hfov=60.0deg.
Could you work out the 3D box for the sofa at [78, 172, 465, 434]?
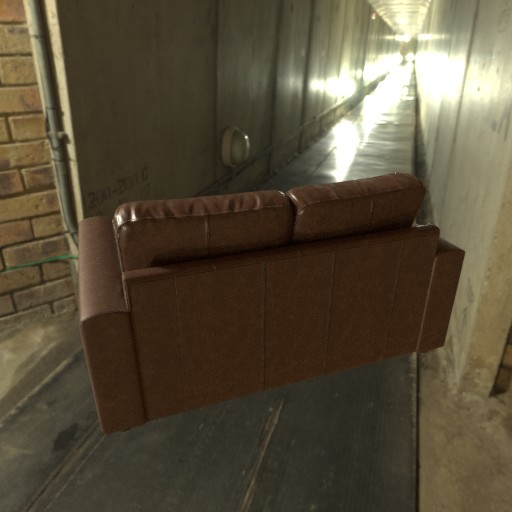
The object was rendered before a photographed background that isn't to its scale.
[{"bbox_3d":[0.000,0.000,2.186,1.616,0.873,1.016,-9,28,-18],"label":"sofa"}]
